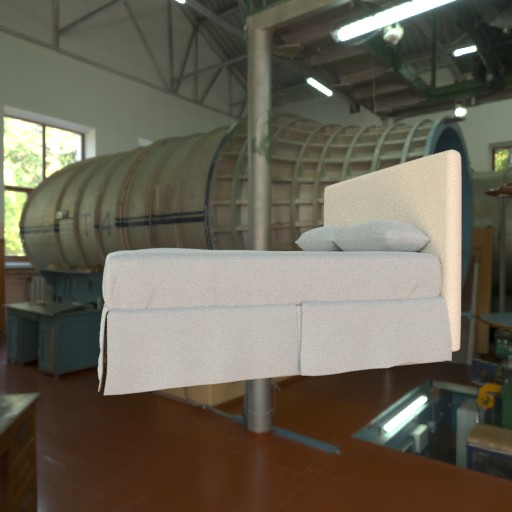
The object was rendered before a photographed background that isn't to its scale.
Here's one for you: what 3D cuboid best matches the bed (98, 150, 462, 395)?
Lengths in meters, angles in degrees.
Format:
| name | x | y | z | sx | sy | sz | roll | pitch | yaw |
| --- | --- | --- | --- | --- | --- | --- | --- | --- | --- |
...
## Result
| name | x | y | z | sx | sy | sz | roll | pitch | yaw |
| --- | --- | --- | --- | --- | --- | --- | --- | --- | --- |
| bed | 0.000 | 0.000 | 3.195 | 2.142 | 1.330 | 1.748 | 0 | 1 | -18 |
